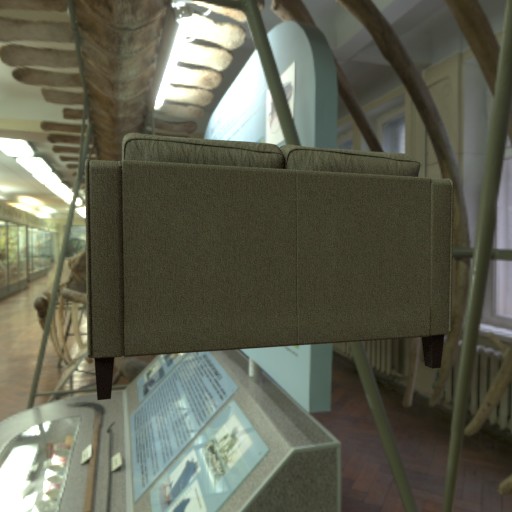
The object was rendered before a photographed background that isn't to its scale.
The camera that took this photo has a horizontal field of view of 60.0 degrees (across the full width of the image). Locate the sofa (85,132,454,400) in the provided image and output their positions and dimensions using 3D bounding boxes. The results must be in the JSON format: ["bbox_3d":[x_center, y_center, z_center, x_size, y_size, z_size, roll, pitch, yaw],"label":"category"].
[{"bbox_3d":[0.000,0.000,2.180,1.503,0.981,0.985,0,1,-17],"label":"sofa"}]
